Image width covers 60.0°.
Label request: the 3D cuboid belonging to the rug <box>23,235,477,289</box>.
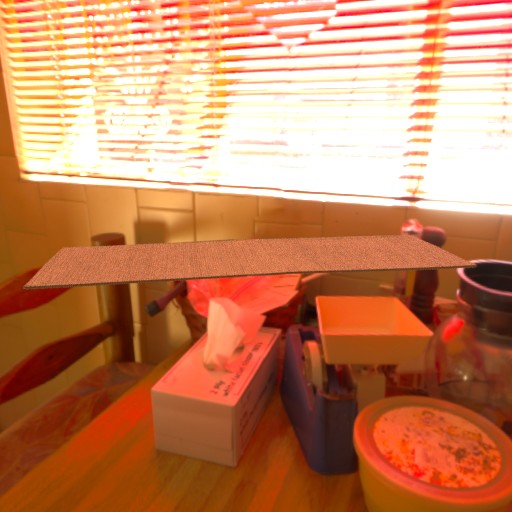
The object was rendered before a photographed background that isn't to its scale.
[{"bbox_3d":[0.000,0.000,2.564,2.320,0.032,0.692,-2,17,-8],"label":"rug"}]
